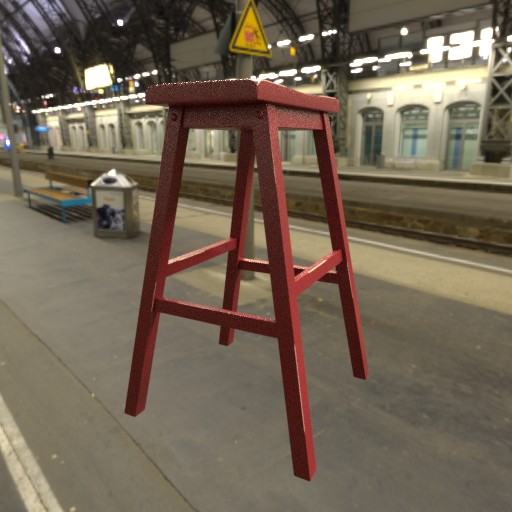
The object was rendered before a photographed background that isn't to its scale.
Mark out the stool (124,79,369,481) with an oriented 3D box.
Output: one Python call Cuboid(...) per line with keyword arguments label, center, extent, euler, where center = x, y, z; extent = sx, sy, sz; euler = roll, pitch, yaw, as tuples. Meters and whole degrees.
Cuboid(label="stool", center=(0.000, 0.000, 1.062), extent=(0.476, 0.737, 0.457), euler=(8, 16, 27))
